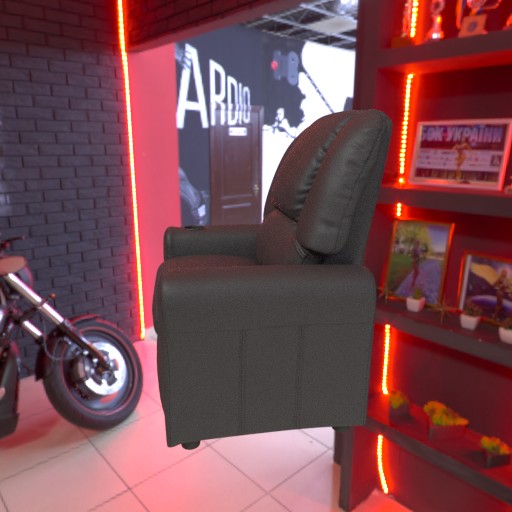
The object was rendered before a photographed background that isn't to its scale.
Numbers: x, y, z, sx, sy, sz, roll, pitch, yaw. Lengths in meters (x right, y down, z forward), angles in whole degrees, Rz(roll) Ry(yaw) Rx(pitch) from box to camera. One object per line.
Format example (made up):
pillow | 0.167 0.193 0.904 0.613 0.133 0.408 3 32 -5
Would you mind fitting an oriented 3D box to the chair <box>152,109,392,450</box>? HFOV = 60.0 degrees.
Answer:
chair | 0.000 0.000 1.137 0.521 0.709 0.610 -2 14 -10
